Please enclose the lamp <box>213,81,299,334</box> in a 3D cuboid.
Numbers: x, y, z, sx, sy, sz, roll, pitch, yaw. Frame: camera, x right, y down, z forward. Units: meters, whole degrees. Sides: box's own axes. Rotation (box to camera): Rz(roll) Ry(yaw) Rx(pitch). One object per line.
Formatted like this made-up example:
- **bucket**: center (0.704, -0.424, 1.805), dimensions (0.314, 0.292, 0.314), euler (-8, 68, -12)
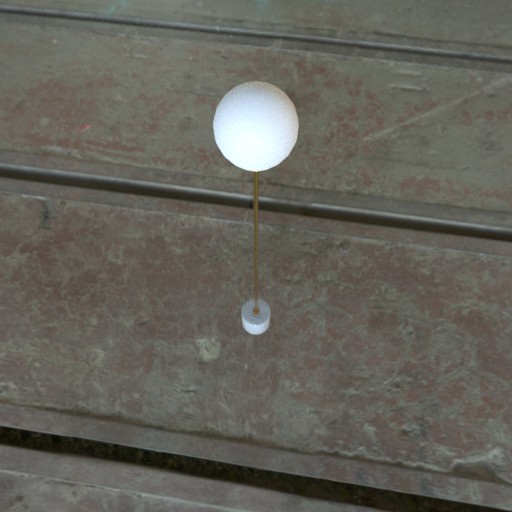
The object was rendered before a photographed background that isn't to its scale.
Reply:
- **lamp**: center (0.000, 0.000, 1.848), dimensions (0.224, 1.753, 0.224), euler (-34, 68, -15)
